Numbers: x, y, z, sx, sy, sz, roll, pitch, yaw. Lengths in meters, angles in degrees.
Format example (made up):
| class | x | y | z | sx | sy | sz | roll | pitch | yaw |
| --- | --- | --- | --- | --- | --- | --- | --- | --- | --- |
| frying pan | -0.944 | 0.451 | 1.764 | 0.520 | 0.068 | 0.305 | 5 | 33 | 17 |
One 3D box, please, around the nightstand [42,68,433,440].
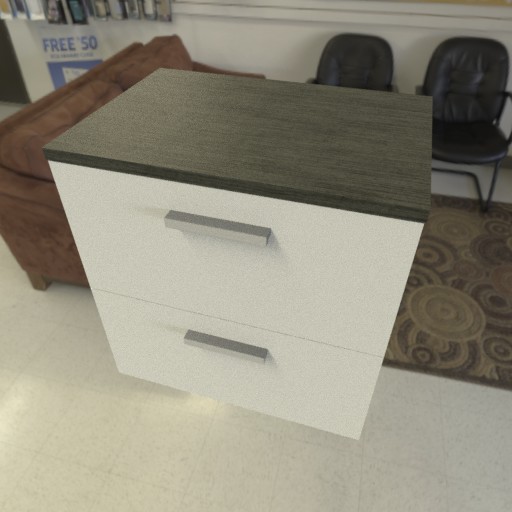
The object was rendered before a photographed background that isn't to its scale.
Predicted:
| class | x | y | z | sx | sy | sz | roll | pitch | yaw |
| --- | --- | --- | --- | --- | --- | --- | --- | --- | --- |
| nightstand | 0.000 | 0.000 | 0.730 | 0.441 | 0.460 | 0.325 | 11 | 41 | 13 |
